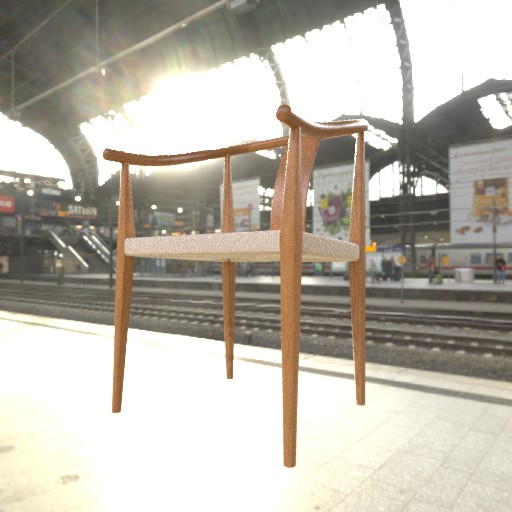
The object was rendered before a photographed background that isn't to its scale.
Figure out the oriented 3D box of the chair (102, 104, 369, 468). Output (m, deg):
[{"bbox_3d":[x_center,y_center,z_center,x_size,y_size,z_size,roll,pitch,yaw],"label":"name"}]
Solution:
[{"bbox_3d":[0.000,0.000,1.189,0.556,0.800,0.579,-1,-1,36],"label":"chair"}]
